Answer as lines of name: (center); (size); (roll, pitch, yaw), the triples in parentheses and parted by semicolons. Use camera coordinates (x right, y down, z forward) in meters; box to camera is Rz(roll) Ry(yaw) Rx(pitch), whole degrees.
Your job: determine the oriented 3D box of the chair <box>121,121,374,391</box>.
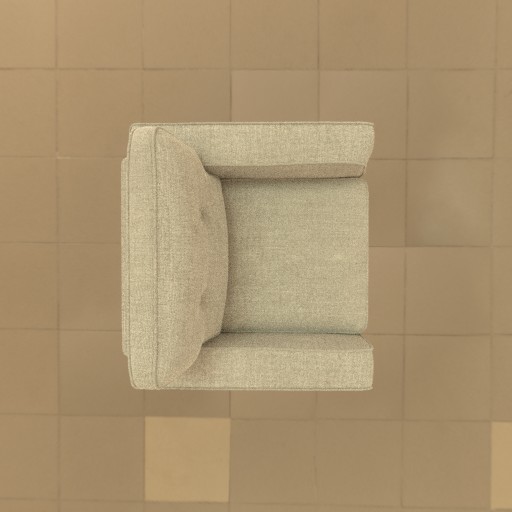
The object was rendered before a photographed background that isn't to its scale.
chair: (0.000, 0.000, 1.808); (0.939, 0.965, 1.015); (0, 91, 1)
